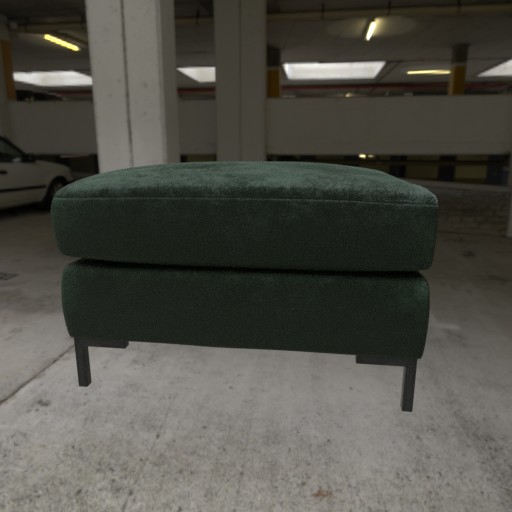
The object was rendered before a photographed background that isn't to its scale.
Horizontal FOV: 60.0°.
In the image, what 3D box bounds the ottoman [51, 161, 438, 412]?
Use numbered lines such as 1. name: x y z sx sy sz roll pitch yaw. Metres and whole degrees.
1. ottoman: 0.000 0.000 1.299 0.839 0.538 0.701 2 14 8
